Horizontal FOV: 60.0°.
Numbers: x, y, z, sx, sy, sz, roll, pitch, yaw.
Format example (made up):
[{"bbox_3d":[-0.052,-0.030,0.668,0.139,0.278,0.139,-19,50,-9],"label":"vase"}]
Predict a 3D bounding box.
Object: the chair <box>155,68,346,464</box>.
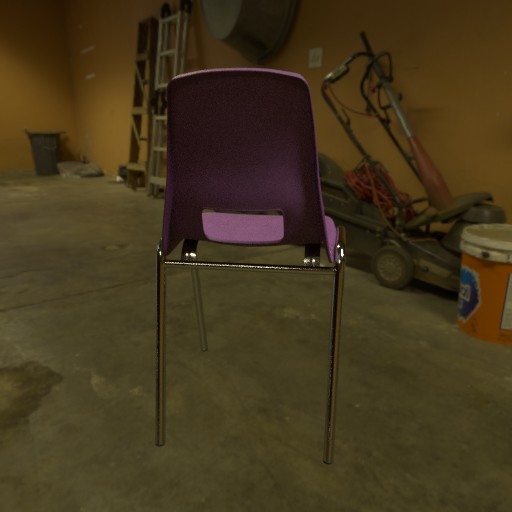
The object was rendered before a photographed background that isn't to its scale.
[{"bbox_3d":[0.000,0.000,0.954,0.381,0.704,0.432,2,17,8],"label":"chair"}]
